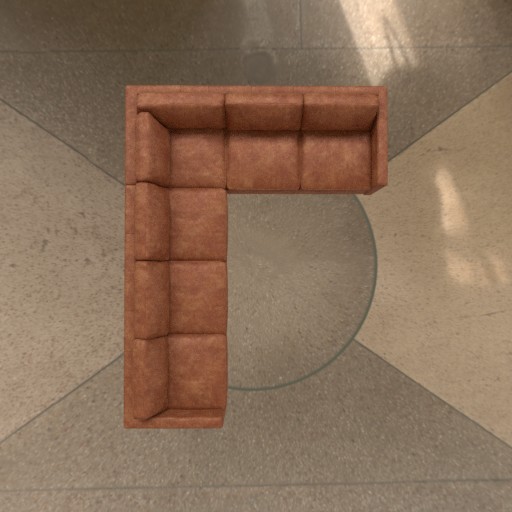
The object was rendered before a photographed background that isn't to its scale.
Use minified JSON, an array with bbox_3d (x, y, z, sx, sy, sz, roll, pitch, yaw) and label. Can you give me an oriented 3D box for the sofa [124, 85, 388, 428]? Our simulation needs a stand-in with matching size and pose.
[{"bbox_3d":[0.000,0.000,4.332,2.438,0.838,3.167,0,89,0],"label":"sofa"}]
